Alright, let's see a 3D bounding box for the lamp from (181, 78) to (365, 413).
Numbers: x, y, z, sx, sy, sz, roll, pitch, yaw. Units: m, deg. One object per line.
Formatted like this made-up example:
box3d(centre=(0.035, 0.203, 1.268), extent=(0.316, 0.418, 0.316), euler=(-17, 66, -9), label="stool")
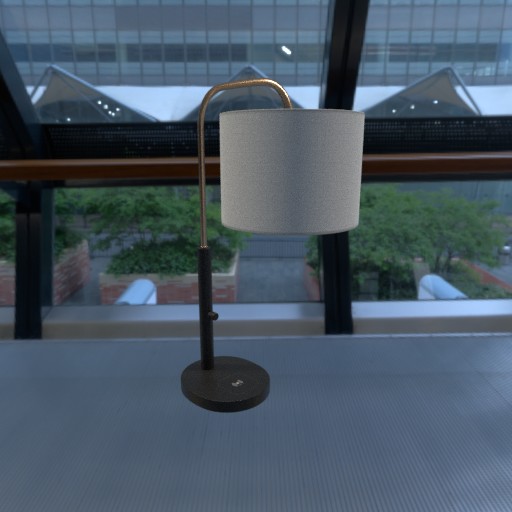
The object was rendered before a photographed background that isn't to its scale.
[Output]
box3d(centre=(0.000, 0.000, 0.718), extent=(0.337, 0.540, 0.199), euler=(14, 20, 43), label="lamp")
